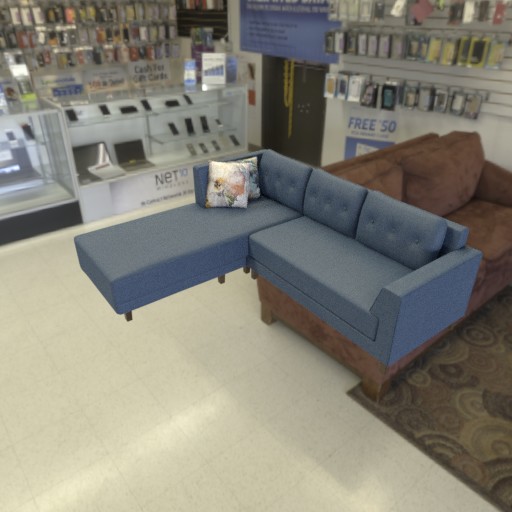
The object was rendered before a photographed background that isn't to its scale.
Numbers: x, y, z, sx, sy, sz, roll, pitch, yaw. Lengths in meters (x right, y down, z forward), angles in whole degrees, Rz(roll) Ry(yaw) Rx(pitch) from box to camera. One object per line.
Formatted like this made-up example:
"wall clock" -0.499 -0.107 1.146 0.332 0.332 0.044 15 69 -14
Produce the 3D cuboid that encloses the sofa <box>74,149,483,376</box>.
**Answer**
"sofa" 0.000 0.000 3.022 1.829 0.787 2.120 -21 36 -31
